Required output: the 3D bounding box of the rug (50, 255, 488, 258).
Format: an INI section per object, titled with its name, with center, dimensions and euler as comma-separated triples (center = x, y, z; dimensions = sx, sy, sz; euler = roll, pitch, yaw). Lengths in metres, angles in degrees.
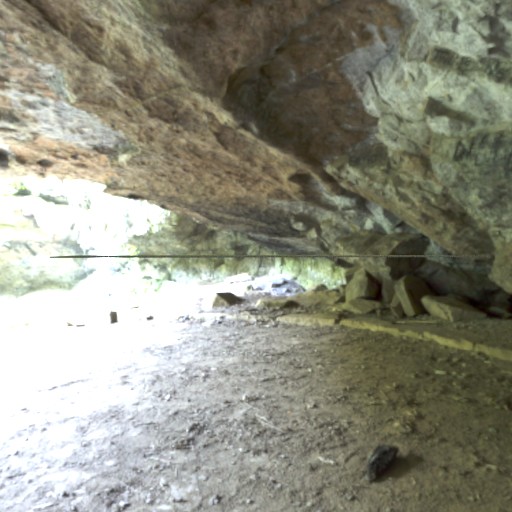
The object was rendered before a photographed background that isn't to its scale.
[rug]
center = 0.000, 0.000, 2.302
dimensions = 1.818, 0.005, 1.217
euler = 0, 0, -18
